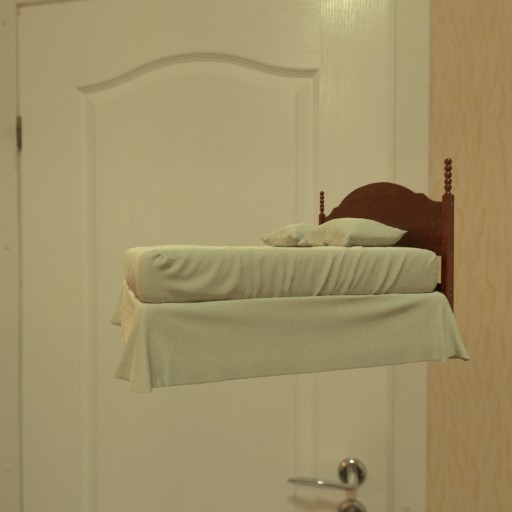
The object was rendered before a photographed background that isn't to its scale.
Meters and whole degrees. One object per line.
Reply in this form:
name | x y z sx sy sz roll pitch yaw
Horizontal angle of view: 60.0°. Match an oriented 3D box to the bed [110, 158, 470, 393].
bed | 0.000 0.000 3.566 2.219 1.355 2.322 0 1 -19
